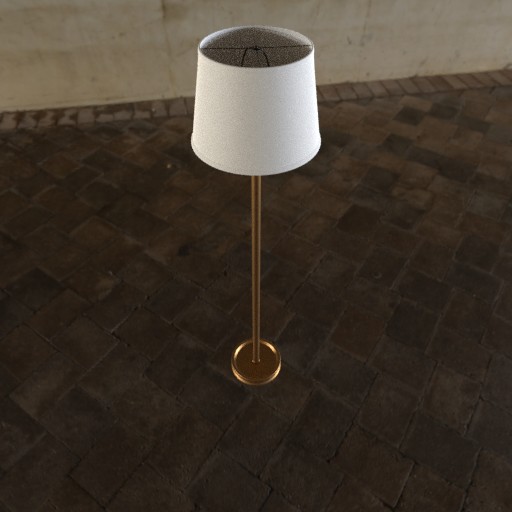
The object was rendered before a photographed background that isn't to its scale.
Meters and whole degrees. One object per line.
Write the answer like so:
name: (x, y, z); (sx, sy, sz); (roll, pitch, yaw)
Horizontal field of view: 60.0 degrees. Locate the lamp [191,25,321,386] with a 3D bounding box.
lamp: (0.000, 0.000, 0.778); (0.178, 0.710, 0.178); (0, 45, 0)
